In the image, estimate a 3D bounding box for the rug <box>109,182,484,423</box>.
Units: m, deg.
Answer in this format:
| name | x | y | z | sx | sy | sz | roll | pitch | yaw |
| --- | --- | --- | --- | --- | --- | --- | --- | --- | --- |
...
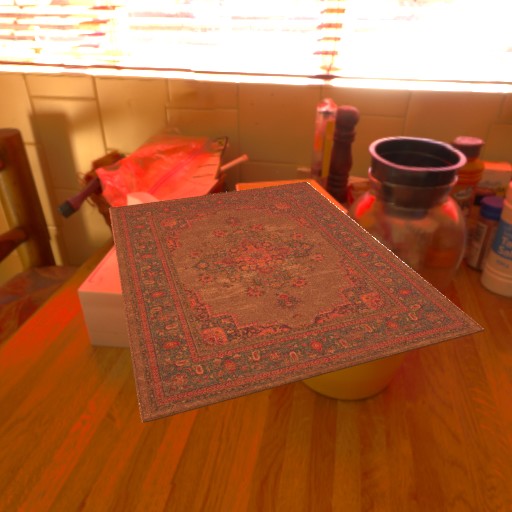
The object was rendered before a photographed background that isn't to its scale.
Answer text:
| name | x | y | z | sx | sy | sz | roll | pitch | yaw |
| --- | --- | --- | --- | --- | --- | --- | --- | --- | --- |
| rug | 0.000 | 0.000 | 4.090 | 2.434 | 0.013 | 3.057 | -10 | 32 | -16 |
